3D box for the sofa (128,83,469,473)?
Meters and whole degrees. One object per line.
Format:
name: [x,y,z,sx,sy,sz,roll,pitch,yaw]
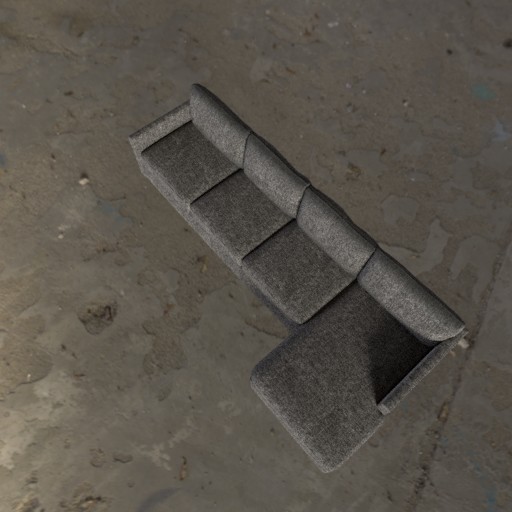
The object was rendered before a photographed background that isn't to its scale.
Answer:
sofa: [0.000,0.000,3.966,1.488,0.970,3.384,-38,70,-17]
